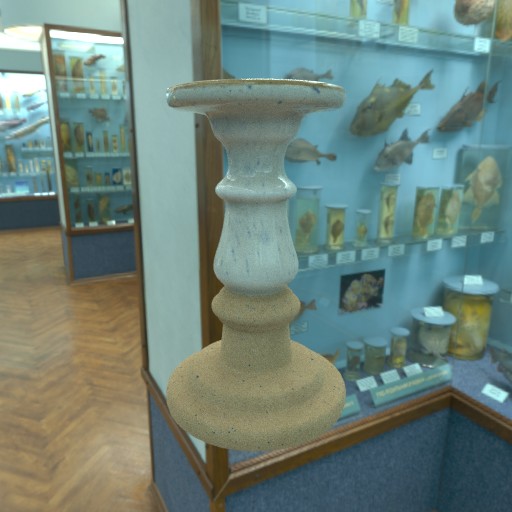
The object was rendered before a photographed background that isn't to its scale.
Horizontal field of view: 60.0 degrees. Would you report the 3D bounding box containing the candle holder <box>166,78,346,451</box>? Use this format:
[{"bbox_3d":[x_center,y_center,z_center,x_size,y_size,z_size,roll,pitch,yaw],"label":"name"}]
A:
[{"bbox_3d":[0.000,0.000,0.285,0.123,0.202,0.123,0,15,0],"label":"candle holder"}]
